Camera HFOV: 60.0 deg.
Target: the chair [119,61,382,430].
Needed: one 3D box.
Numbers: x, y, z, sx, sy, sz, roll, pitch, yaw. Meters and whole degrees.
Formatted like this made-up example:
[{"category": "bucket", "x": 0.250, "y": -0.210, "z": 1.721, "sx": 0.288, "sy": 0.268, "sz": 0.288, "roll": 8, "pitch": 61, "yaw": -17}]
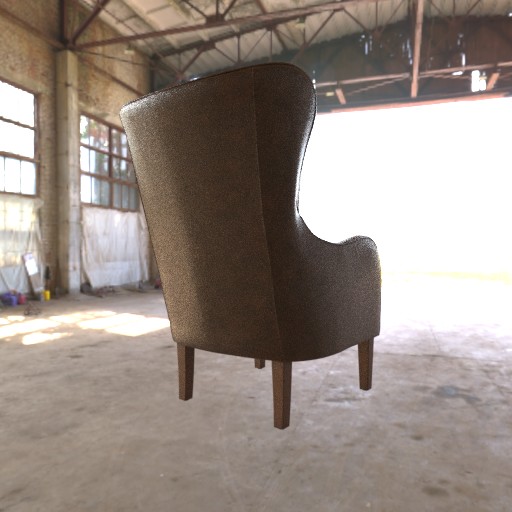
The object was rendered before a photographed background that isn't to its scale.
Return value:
[{"category": "chair", "x": 0.000, "y": 0.000, "z": 1.592, "sx": 0.692, "sy": 1.048, "sz": 0.914, "roll": 1, "pitch": 1, "yaw": 38}]
